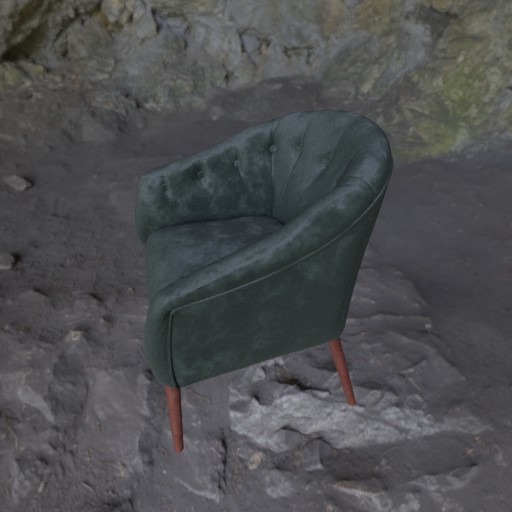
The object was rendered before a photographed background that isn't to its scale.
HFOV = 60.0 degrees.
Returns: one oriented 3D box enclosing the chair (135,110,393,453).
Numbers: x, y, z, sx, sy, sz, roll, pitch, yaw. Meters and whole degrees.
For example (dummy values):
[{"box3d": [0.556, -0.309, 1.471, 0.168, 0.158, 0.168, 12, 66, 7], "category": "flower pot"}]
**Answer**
[{"box3d": [0.000, 0.000, 1.502, 0.776, 0.885, 0.851, -8, 32, -13], "category": "chair"}]
